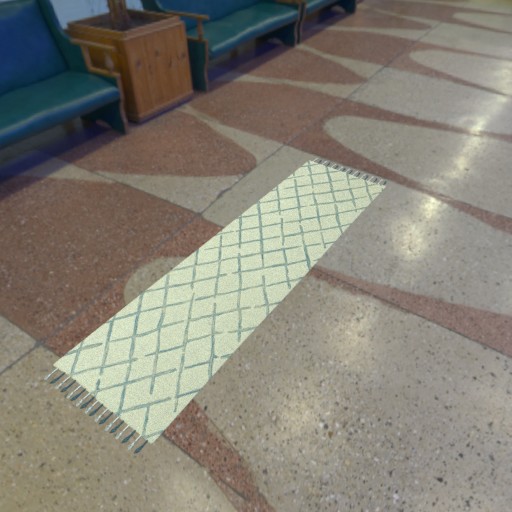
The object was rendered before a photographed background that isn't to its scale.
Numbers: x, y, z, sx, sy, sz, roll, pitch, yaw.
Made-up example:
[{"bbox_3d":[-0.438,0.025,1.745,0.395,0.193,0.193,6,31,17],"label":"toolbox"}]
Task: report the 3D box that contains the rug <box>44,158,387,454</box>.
[{"bbox_3d":[0.000,0.000,2.515,0.620,0.008,2.372,25,47,26],"label":"rug"}]
